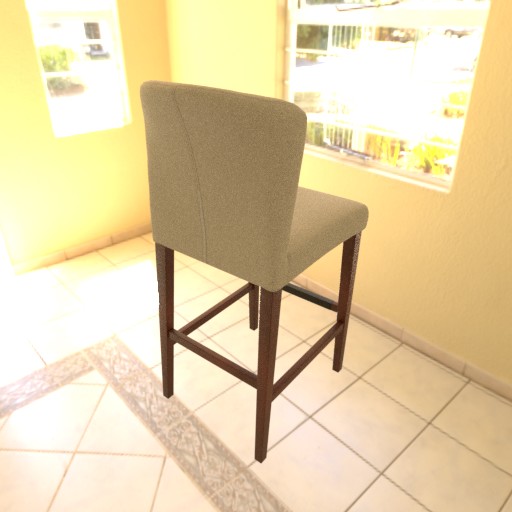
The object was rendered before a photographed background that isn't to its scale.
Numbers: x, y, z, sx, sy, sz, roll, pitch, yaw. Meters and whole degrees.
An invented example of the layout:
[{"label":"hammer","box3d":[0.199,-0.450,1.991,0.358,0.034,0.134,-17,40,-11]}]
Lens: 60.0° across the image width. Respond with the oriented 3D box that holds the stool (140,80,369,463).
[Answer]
[{"label":"stool","box3d":[0.000,0.000,1.379,0.479,1.069,0.568,21,35,33]}]
